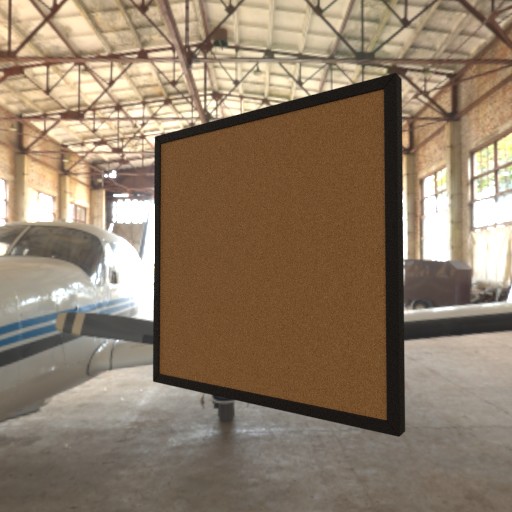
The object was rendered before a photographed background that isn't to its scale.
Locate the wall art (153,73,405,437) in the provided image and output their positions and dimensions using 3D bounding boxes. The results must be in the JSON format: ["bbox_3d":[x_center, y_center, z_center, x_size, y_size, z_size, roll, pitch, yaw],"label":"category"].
[{"bbox_3d":[0.000,0.000,1.167,0.763,0.763,0.037,-1,-2,36],"label":"wall art"}]
